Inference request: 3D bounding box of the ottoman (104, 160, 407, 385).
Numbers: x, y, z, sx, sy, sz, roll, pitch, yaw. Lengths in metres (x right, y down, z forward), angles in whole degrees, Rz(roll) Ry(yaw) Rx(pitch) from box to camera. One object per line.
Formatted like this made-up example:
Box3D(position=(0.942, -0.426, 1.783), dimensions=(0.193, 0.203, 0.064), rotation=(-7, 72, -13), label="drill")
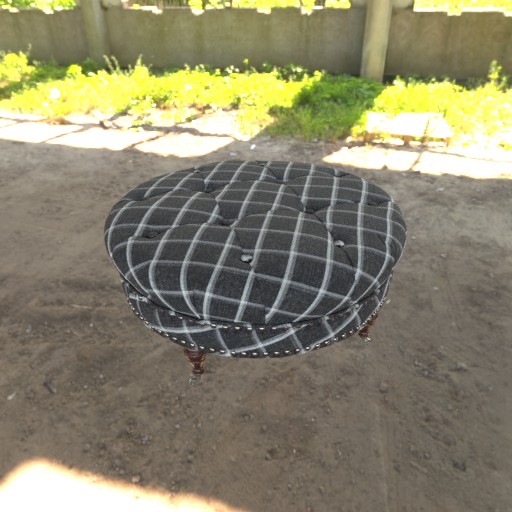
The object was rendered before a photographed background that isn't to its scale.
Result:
Box3D(position=(0.000, 0.000, 1.443), dimensions=(0.901, 0.439, 0.901), rotation=(0, 31, 0), label="ottoman")
